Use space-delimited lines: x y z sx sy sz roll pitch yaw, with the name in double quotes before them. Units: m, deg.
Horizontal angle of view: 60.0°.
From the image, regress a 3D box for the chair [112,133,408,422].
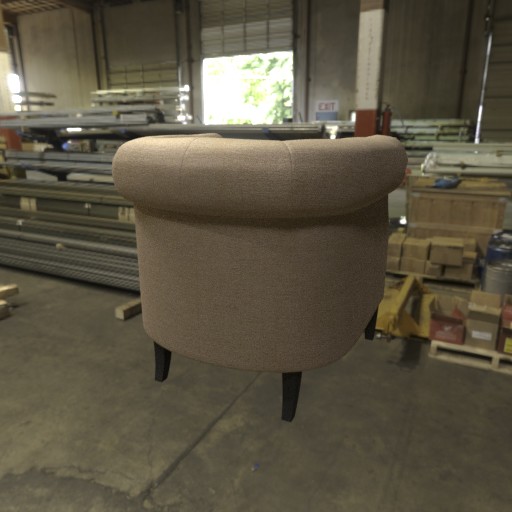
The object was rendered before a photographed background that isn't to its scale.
"chair" 0.000 0.000 1.566 0.905 0.827 0.852 8 18 25
